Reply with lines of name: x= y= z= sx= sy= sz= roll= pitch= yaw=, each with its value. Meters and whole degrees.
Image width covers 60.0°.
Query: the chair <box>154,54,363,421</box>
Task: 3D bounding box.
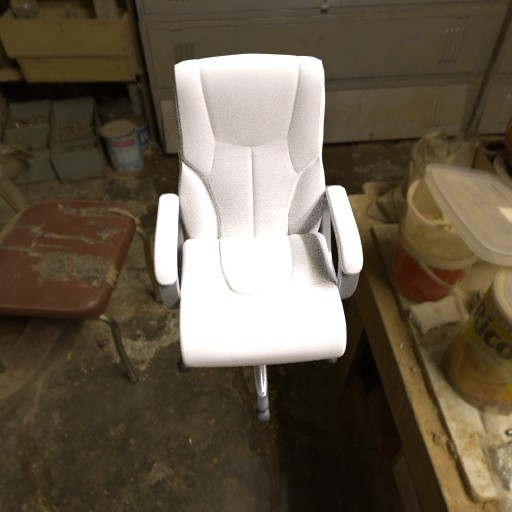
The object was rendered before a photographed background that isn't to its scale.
chair: x=0.000 y=0.000 z=1.565 sx=0.687 sy=1.120 sz=0.738 roll=-3 pitch=47 yaw=-3
